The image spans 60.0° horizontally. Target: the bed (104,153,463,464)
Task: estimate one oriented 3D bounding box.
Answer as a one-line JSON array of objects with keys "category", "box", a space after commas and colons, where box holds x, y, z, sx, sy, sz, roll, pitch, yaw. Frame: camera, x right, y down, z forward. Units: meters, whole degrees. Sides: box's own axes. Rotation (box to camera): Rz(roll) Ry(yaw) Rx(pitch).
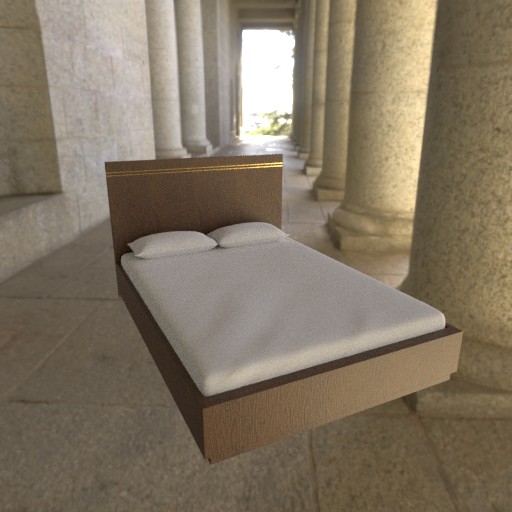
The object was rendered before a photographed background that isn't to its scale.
[{"category": "bed", "box": [0.000, 0.000, 3.126, 1.613, 1.169, 2.221, -9, 20, -25]}]
